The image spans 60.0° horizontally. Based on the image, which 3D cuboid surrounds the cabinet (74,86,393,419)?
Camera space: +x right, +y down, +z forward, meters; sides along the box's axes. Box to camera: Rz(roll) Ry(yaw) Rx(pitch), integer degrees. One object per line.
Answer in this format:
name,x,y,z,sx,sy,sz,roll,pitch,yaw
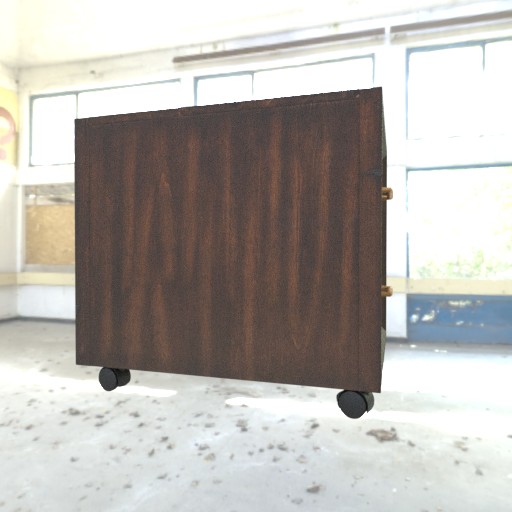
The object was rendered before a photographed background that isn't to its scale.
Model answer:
cabinet,0.000,0.000,0.848,0.500,0.455,0.402,0,1,17
